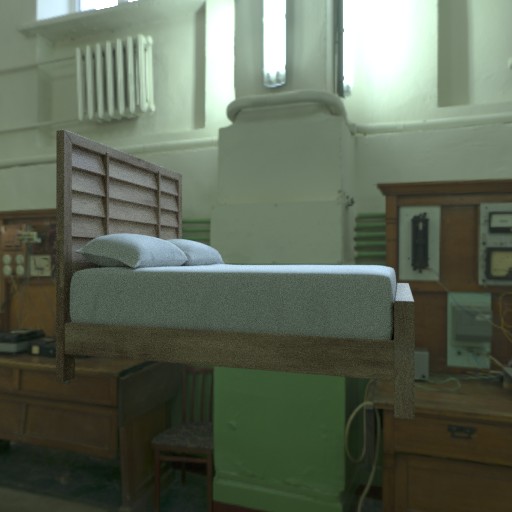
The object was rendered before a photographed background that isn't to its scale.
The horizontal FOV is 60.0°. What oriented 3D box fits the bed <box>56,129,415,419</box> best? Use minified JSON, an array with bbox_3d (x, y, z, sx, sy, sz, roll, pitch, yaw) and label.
[{"bbox_3d":[0.000,0.000,3.299,2.197,1.626,1.626,0,0,18],"label":"bed"}]
